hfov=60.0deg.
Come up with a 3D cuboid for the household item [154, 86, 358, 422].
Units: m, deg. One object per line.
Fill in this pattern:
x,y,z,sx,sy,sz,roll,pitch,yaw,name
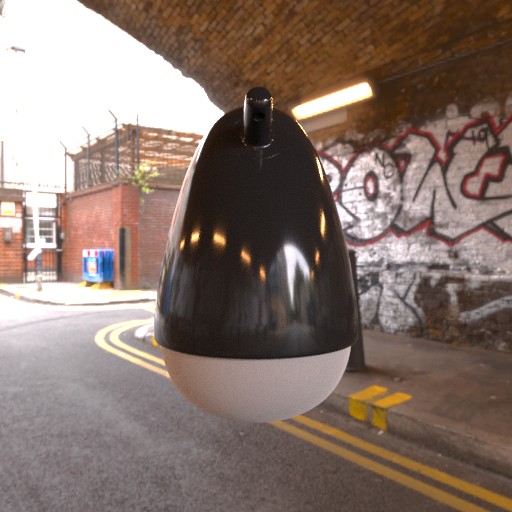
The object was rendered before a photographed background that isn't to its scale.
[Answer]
0.000,0.000,0.226,0.102,0.152,0.104,0,1,-1,household item
